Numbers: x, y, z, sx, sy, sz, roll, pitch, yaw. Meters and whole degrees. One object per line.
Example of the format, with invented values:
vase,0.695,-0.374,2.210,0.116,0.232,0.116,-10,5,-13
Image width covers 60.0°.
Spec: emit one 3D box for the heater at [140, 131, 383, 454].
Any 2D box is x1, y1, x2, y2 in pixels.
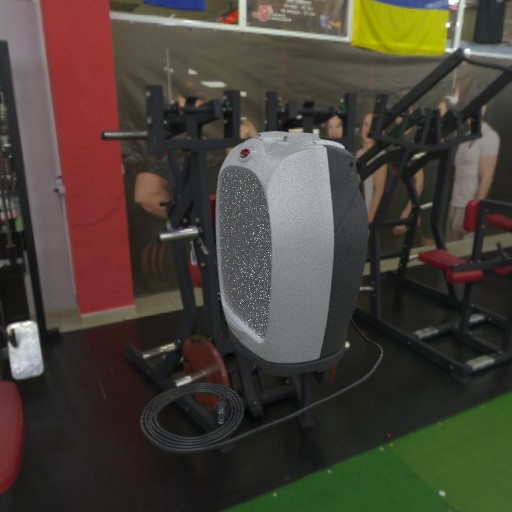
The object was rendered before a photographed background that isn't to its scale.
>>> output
heater,0.000,0.000,0.478,0.291,0.255,0.239,-8,19,-24
